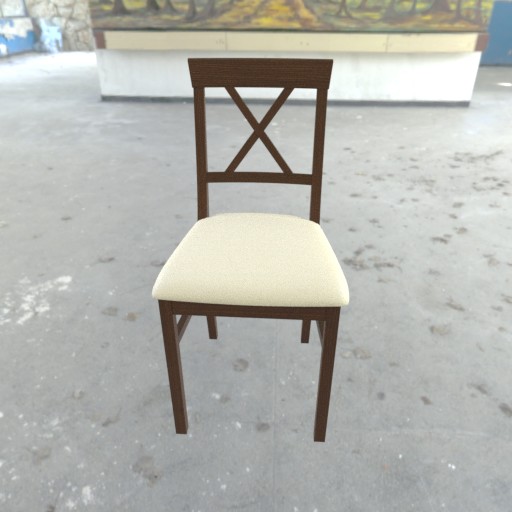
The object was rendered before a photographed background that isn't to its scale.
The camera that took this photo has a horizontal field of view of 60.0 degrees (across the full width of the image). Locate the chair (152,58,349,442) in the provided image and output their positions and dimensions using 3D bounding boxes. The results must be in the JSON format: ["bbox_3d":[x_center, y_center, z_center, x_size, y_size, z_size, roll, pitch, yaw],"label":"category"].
[{"bbox_3d":[0.000,0.000,1.170,0.440,0.913,0.480,2,30,3],"label":"chair"}]
